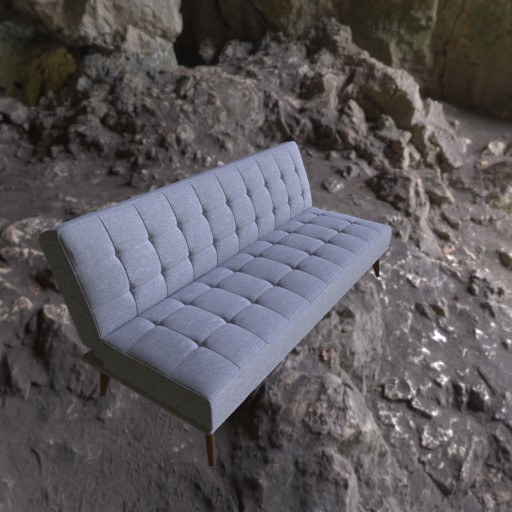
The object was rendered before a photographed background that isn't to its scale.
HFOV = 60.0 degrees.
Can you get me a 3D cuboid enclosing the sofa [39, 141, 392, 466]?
[{"bbox_3d":[0.000,0.000,2.315,0.860,0.810,1.800,17,32,30],"label":"sofa"}]
